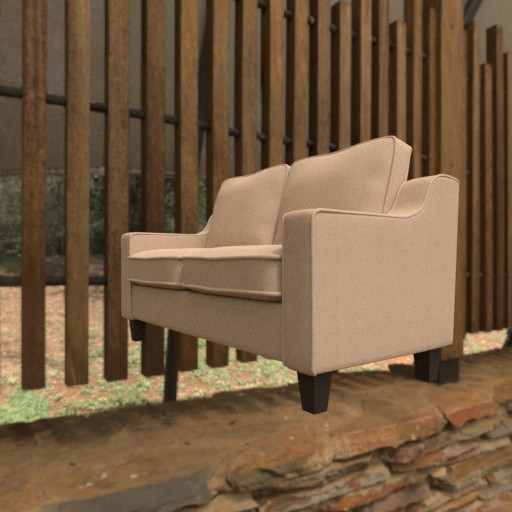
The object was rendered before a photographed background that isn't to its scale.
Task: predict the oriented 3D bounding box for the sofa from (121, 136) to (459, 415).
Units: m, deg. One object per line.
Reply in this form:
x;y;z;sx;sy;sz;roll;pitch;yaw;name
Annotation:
0.000;0.000;3.456;1.351;1.562;2.587;0;0;-36;sofa
